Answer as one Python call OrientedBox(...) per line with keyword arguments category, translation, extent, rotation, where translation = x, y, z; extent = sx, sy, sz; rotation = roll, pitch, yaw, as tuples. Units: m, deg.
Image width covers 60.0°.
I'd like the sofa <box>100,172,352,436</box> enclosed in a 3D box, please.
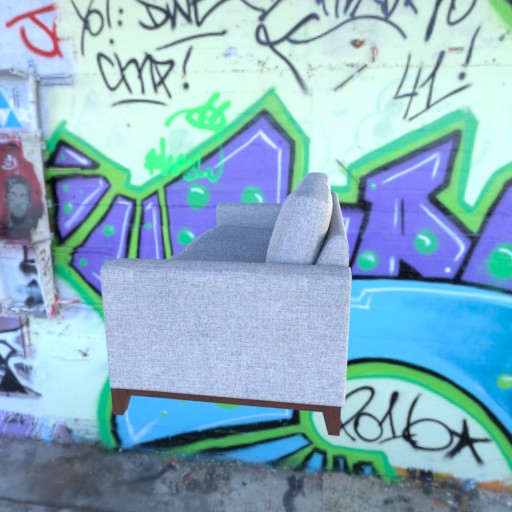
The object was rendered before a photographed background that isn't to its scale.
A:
OrientedBox(category="sofa", translation=(0.000, 0.000, 2.563), extent=(0.969, 0.892, 1.978), rotation=(2, 14, 9))
